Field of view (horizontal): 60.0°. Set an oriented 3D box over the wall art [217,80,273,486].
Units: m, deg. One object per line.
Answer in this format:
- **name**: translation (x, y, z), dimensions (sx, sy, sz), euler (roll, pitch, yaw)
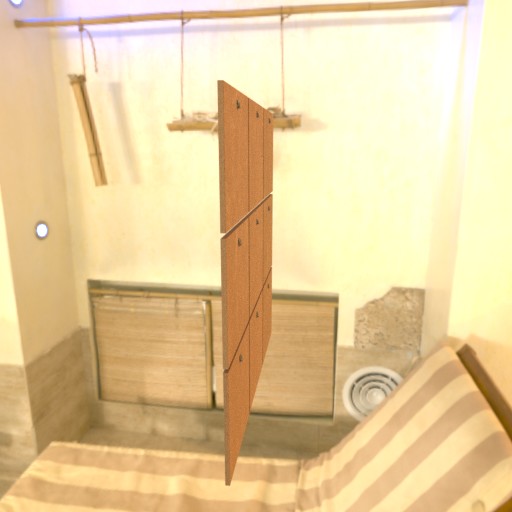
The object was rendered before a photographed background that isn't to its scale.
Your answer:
- **wall art**: translation (0.000, 0.000, 1.393), dimensions (0.018, 0.913, 0.915), euler (2, 14, 8)
